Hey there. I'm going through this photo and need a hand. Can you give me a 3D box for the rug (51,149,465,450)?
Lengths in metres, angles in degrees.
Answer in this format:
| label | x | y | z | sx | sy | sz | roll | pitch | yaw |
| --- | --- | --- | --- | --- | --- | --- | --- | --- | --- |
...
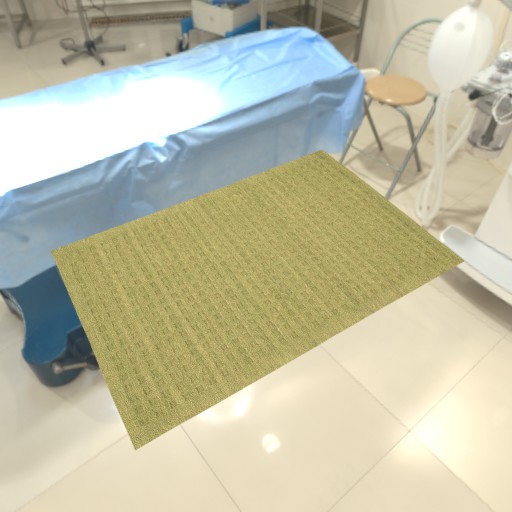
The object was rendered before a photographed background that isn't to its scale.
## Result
| label | x | y | z | sx | sy | sz | roll | pitch | yaw |
| --- | --- | --- | --- | --- | --- | --- | --- | --- | --- |
| rug | 0.000 | 0.000 | 2.943 | 2.297 | 0.007 | 1.529 | -24 | 52 | -21 |
